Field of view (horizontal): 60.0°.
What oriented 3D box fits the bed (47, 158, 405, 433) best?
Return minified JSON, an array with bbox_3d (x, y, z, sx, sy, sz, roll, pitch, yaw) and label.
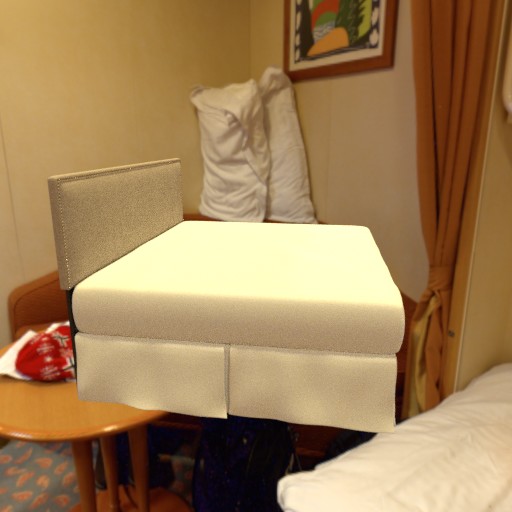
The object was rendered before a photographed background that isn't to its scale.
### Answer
[{"bbox_3d":[0.000,0.000,3.360,1.914,1.346,2.170,2,15,8],"label":"bed"}]
